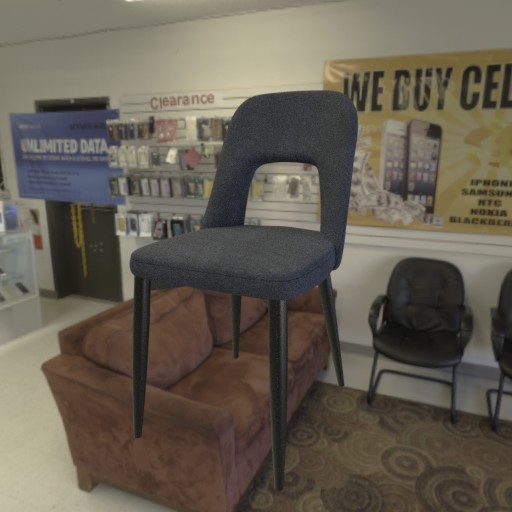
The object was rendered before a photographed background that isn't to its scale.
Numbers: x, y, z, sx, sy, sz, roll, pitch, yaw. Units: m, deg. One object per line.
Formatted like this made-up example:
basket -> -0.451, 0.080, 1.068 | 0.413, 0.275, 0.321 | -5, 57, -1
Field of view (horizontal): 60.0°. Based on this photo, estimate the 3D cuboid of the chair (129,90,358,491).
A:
chair -> 0.000, 0.000, 1.247 | 0.470, 0.931, 0.612 | 7, 16, 26
